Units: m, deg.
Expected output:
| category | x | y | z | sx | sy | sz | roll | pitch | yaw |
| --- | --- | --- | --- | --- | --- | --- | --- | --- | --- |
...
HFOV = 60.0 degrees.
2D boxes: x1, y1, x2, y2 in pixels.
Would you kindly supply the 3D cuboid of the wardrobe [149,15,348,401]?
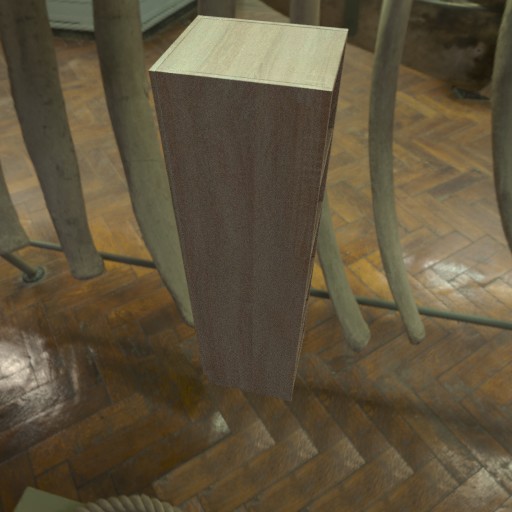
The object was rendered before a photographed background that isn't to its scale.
| category | x | y | z | sx | sy | sz | roll | pitch | yaw |
| --- | --- | --- | --- | --- | --- | --- | --- | --- | --- |
| wardrobe | 0.000 | 0.000 | 2.309 | 0.588 | 2.117 | 0.496 | 10 | 48 | 9 |
